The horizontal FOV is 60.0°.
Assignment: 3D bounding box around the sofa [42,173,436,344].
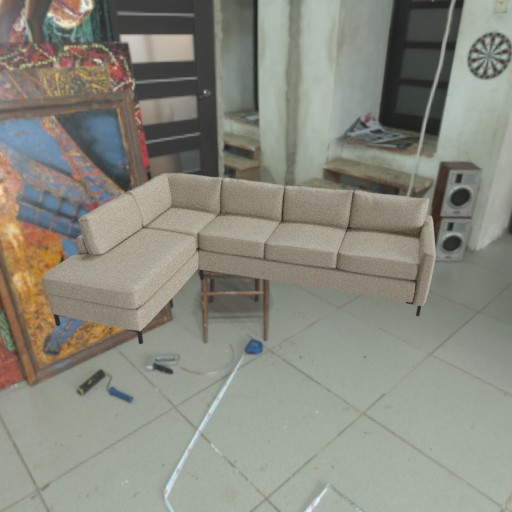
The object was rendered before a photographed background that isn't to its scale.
[{"bbox_3d":[0.000,0.000,3.203,2.423,0.703,1.617,8,28,16],"label":"sofa"}]
